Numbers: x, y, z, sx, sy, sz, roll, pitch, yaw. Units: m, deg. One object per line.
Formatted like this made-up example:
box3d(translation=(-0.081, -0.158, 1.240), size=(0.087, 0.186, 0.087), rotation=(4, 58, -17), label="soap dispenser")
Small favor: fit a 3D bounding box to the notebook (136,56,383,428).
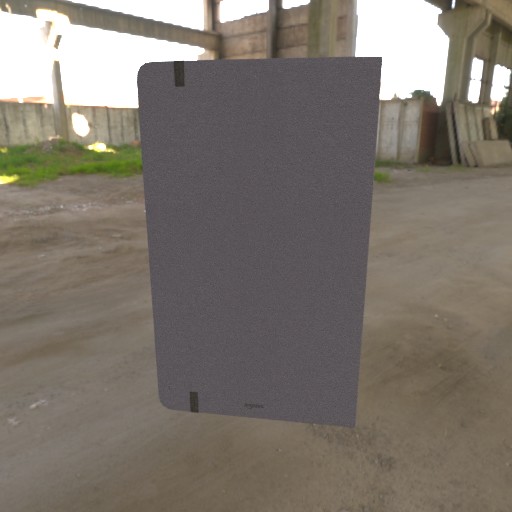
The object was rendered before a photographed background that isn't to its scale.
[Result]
box3d(translation=(0.000, 0.000, 0.261), size=(0.127, 0.213, 0.016), rotation=(2, 17, 8), label="notebook")
